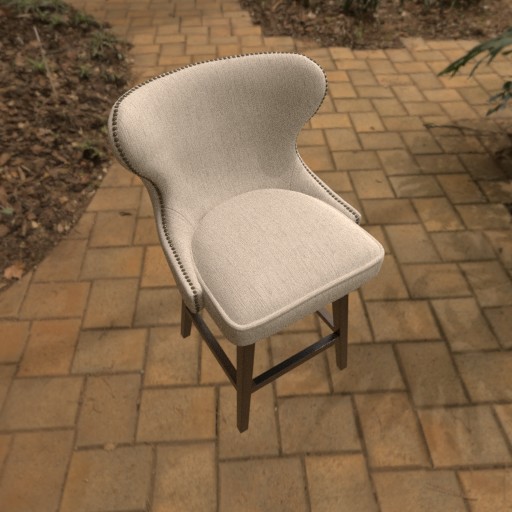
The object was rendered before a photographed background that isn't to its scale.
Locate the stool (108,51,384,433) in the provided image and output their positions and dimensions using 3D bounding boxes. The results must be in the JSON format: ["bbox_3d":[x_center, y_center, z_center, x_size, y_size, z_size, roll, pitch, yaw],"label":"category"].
[{"bbox_3d":[0.000,0.000,1.339,0.615,0.972,0.597,-25,51,-22],"label":"stool"}]
